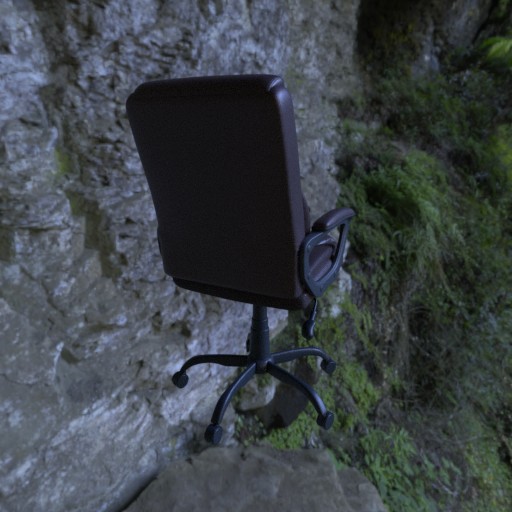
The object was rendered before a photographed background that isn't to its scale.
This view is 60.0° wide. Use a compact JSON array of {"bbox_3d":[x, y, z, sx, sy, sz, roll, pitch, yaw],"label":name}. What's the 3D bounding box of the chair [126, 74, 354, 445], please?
[{"bbox_3d":[0.000,0.000,1.481,0.615,1.072,0.655,9,18,27],"label":"chair"}]
